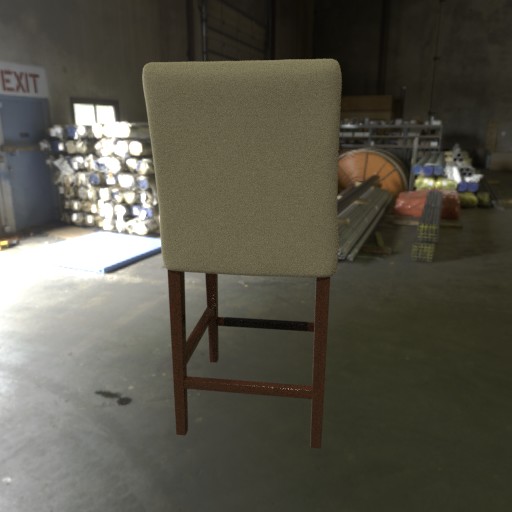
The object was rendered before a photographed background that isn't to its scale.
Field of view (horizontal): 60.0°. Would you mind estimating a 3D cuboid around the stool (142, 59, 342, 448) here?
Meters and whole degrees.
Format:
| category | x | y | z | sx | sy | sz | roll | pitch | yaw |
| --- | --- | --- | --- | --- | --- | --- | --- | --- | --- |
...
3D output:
| category | x | y | z | sx | sy | sz | roll | pitch | yaw |
| --- | --- | --- | --- | --- | --- | --- | --- | --- | --- |
| stool | 0.000 | 0.000 | 1.284 | 0.470 | 0.981 | 0.577 | 2 | 16 | 8 |
